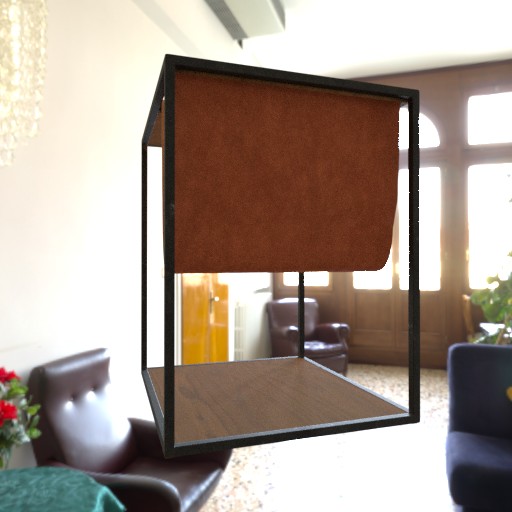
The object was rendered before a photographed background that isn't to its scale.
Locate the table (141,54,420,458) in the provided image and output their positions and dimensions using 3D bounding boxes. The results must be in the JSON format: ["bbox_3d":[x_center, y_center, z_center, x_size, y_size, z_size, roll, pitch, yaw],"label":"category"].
[{"bbox_3d":[0.000,0.000,0.854,0.399,0.536,0.450,0,0,-18],"label":"table"}]
